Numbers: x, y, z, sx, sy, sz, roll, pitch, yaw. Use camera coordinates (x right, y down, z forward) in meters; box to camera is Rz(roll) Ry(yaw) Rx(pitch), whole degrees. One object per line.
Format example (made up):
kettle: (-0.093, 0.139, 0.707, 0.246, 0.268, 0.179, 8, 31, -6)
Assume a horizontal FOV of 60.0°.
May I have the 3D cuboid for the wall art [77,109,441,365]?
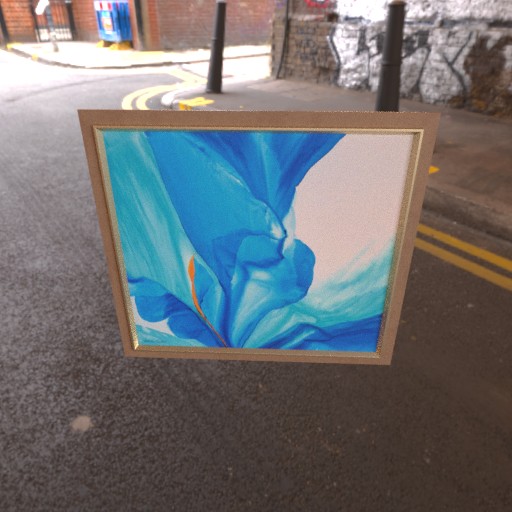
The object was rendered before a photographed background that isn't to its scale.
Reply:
wall art: (0.000, 0.000, 1.684, 1.168, 1.067, 0.025, 1, 30, 2)
